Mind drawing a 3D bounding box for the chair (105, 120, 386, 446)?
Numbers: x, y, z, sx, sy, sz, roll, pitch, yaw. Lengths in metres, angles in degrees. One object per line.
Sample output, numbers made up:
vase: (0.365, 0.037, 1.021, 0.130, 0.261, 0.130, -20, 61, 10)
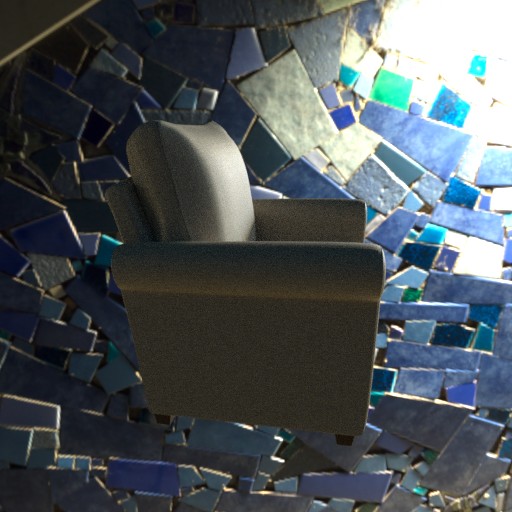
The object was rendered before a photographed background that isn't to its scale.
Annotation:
chair: (0.000, 0.000, 2.306, 1.180, 1.349, 1.275, 3, 17, 9)
